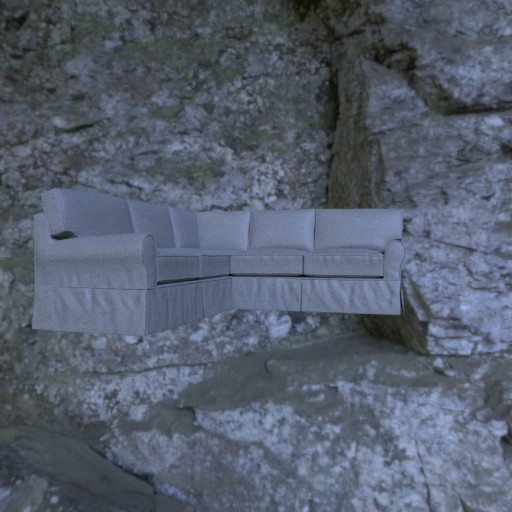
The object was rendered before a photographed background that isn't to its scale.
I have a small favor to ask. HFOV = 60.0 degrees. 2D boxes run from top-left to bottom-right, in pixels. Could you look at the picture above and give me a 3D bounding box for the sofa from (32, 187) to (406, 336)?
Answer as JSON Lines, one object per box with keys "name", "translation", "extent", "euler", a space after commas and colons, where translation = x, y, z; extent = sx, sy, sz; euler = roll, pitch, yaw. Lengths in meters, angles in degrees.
{"name": "sofa", "translation": [0.000, 0.000, 4.040], "extent": [2.623, 1.081, 2.618], "euler": [0, 0, 17]}
